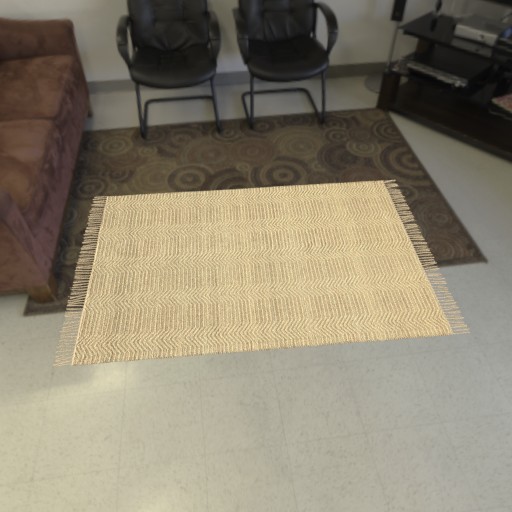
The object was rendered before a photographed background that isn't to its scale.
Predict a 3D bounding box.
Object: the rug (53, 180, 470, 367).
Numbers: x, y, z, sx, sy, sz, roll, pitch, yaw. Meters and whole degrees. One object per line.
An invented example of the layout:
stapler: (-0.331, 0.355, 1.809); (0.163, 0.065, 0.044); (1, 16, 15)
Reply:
rug: (0.000, 0.000, 3.149); (2.523, 0.034, 1.528); (-4, 47, -4)
